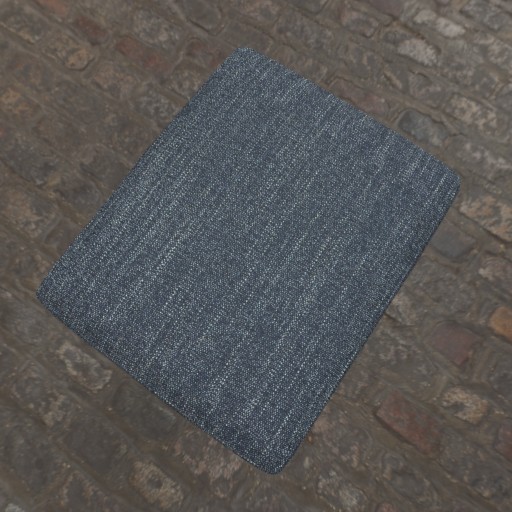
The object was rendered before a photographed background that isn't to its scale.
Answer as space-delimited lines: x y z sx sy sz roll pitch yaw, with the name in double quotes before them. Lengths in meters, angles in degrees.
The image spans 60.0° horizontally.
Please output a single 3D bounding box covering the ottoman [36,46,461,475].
"ottoman" 0.000 0.000 1.186 0.667 0.491 0.814 34 78 8
